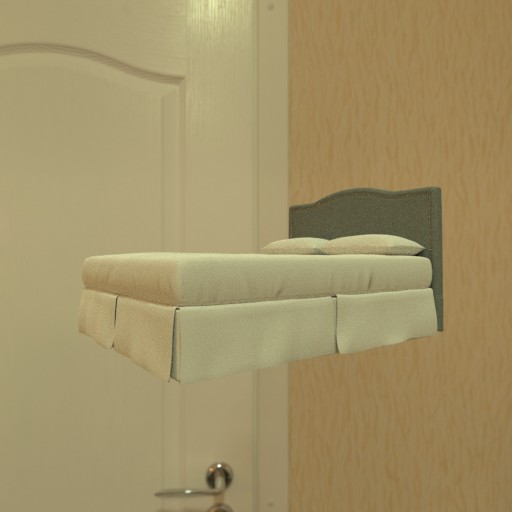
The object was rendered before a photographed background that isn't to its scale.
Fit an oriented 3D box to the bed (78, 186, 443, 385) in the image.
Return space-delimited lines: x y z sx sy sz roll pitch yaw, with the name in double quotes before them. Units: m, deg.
"bed" 0.000 0.000 4.069 2.689 1.457 2.161 0 0 -36
